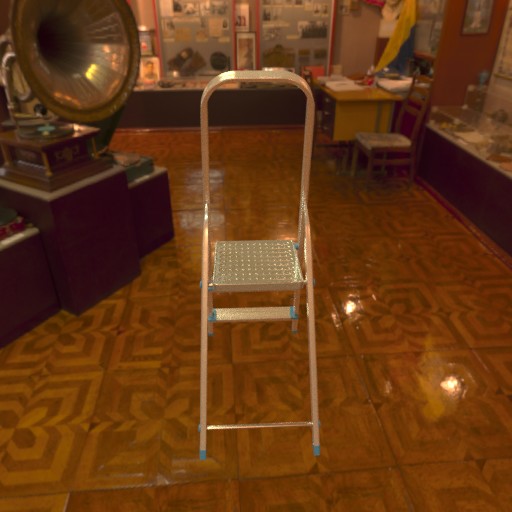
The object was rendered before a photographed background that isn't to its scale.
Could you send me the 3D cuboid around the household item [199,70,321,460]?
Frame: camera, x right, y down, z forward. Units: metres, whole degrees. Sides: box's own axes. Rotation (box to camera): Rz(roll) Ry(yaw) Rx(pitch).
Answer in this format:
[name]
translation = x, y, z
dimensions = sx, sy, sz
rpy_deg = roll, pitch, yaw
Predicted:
[household item]
translation = 0.000, 0.000, 1.522
dimensions = 0.420, 1.215, 0.687
rpy_deg = -1, 30, -2
